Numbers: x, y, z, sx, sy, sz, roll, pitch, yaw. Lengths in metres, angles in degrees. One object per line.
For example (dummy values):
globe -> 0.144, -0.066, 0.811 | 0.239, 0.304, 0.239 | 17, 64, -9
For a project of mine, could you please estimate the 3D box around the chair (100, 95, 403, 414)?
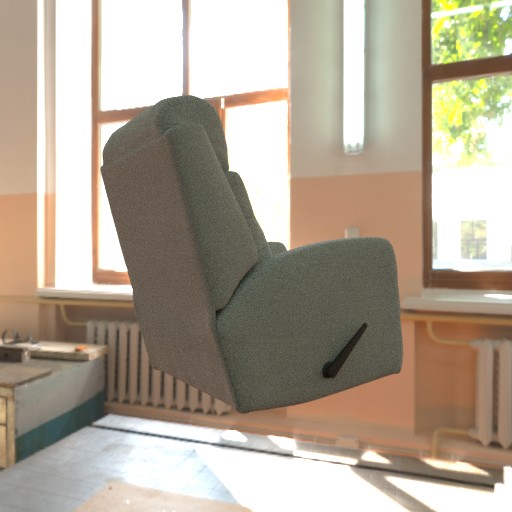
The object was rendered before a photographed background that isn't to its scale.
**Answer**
chair -> 0.000, 0.000, 1.764 | 1.043, 1.013, 0.798 | 0, 0, -36
